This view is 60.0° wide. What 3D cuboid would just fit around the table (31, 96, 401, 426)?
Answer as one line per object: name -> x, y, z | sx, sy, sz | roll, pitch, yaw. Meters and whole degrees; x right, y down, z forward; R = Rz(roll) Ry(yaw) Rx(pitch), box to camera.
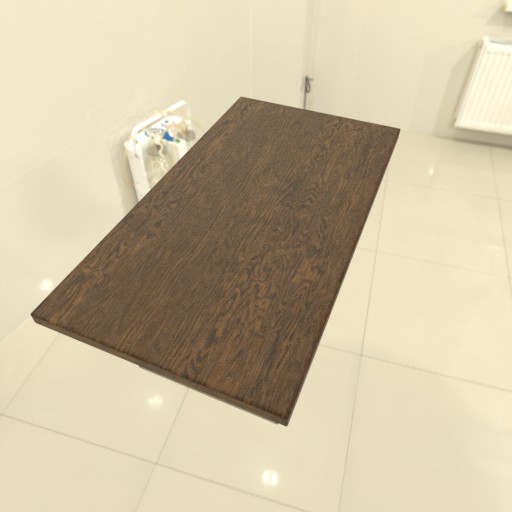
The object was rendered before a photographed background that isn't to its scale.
table -> 0.000, 0.000, 2.509 | 1.078, 0.795, 1.989 | 17, 48, 16
